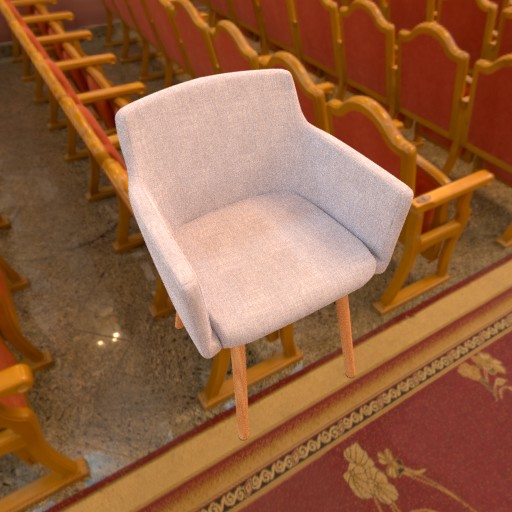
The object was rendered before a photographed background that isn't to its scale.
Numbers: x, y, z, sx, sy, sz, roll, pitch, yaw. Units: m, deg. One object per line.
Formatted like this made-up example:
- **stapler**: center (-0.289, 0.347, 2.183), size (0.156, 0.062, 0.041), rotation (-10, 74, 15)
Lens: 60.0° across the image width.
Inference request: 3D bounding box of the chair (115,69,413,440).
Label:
- **chair**: center (0.000, 0.000, 1.183), size (0.570, 0.780, 0.540), rotation (-23, 49, -21)
